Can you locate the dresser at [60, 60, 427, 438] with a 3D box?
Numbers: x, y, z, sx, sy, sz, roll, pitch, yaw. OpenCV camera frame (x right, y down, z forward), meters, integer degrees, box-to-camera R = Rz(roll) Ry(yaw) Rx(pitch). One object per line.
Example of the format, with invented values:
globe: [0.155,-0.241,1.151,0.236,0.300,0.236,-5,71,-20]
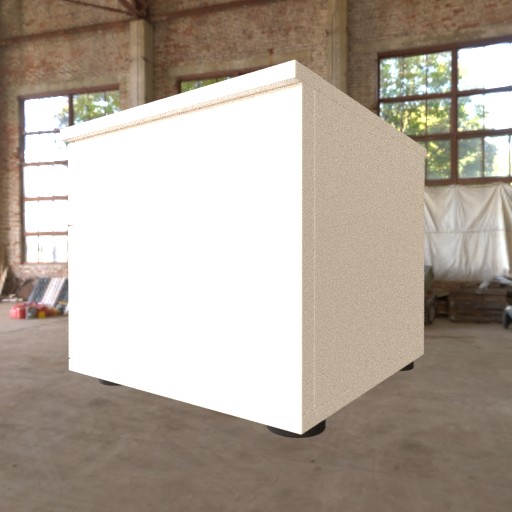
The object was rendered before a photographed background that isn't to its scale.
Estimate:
dresser: [0.000,0.000,0.693,0.400,0.360,0.430,0,1,36]
